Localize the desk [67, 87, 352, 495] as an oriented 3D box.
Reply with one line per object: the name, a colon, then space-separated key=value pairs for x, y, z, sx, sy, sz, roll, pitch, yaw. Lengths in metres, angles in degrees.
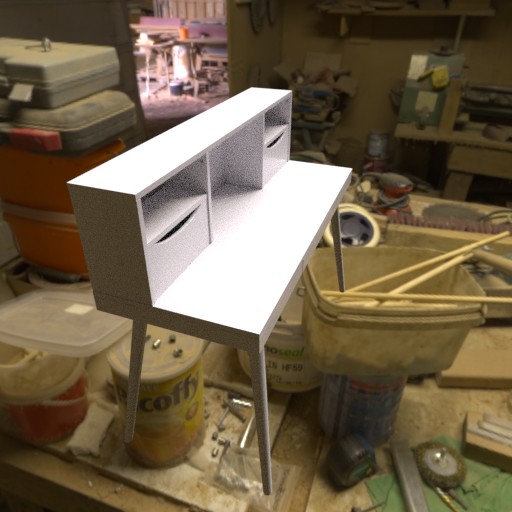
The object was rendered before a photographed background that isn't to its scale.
desk: x=0.000 y=0.000 z=1.713 sx=0.559 sy=0.990 sz=1.199 roll=11 pitch=34 yaw=18
